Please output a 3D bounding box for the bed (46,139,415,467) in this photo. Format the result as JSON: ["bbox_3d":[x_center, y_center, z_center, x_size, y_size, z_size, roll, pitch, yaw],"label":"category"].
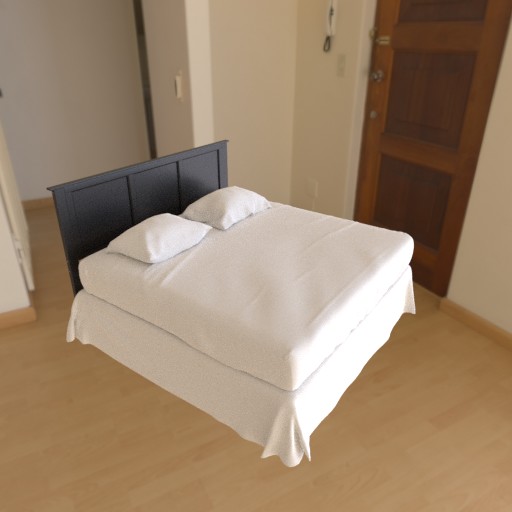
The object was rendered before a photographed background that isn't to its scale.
[{"bbox_3d":[0.000,0.000,3.604,2.219,1.271,2.315,18,32,32],"label":"bed"}]
